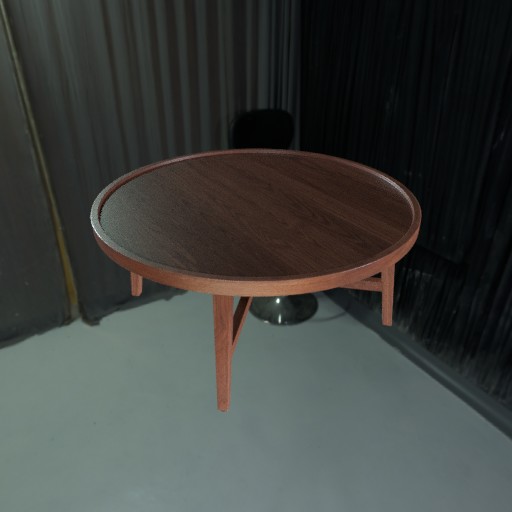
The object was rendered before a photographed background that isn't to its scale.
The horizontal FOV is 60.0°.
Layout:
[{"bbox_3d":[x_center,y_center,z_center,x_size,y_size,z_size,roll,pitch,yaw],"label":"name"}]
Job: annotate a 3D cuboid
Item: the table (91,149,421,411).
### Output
[{"bbox_3d":[0.000,0.000,1.217,0.800,0.360,0.800,0,30,0],"label":"table"}]
